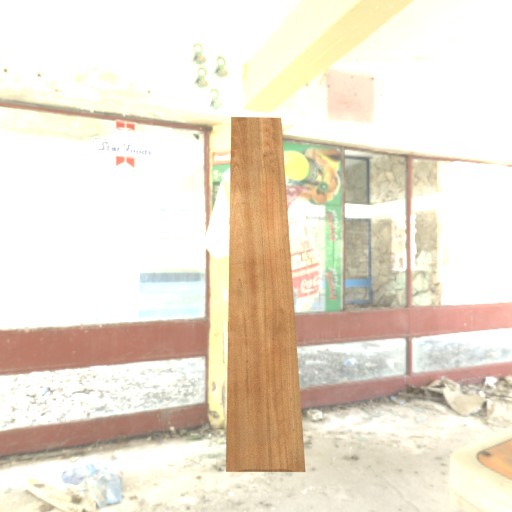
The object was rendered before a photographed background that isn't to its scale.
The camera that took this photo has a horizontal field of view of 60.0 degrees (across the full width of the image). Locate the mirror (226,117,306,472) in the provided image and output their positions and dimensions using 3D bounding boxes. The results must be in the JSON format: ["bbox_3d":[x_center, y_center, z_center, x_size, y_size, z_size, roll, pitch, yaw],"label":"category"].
[{"bbox_3d":[0.000,0.000,0.869,0.100,0.548,0.631,0,-1,-2],"label":"mirror"}]
